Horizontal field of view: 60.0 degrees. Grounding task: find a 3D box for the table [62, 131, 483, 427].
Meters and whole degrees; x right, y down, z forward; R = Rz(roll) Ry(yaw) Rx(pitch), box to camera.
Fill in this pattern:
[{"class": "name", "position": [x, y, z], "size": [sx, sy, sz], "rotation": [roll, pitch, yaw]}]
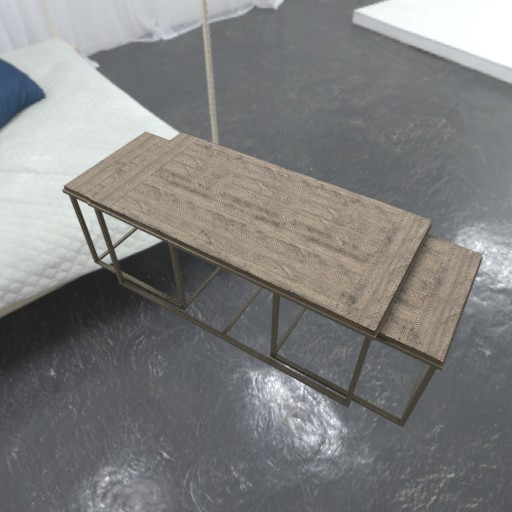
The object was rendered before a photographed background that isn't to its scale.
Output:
[{"class": "table", "position": [0.000, 0.000, 1.538], "size": [1.312, 0.427, 0.489], "rotation": [24, 51, 21]}]
